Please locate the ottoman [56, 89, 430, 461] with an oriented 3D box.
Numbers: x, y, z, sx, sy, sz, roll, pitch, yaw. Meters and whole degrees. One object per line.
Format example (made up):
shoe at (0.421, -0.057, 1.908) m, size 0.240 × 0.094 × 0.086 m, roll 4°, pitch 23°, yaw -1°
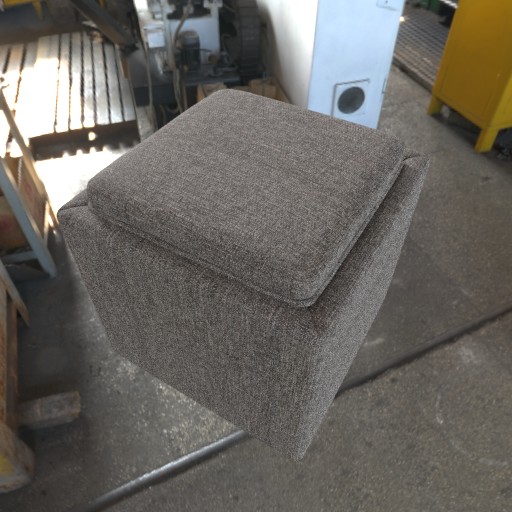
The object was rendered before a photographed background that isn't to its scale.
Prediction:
ottoman at (0.000, 0.000, 0.837) m, size 0.450 × 0.460 × 0.450 m, roll 24°, pitch 51°, yaw 21°
